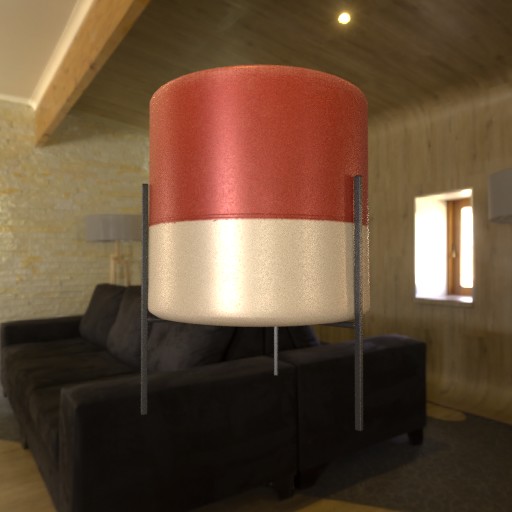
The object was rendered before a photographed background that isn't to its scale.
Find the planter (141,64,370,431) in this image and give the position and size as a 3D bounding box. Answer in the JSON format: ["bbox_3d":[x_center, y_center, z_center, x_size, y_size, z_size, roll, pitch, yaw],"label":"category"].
[{"bbox_3d":[0.000,0.000,0.707,0.354,0.465,0.345,0,-1,-18],"label":"planter"}]
